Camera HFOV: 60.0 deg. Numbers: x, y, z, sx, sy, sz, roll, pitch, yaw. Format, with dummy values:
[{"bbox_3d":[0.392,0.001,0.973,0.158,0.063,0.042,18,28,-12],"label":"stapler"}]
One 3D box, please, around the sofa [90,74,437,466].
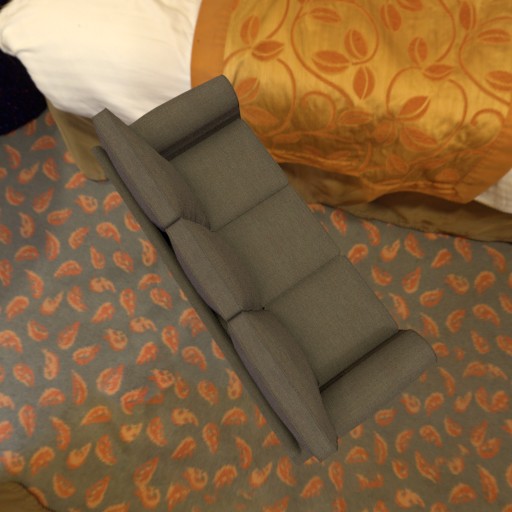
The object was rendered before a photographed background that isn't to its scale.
[{"bbox_3d":[0.000,0.000,2.585,0.909,0.966,2.084,-34,79,-8],"label":"sofa"}]
